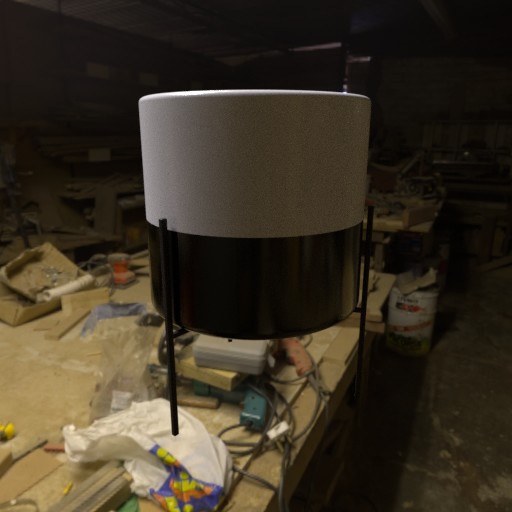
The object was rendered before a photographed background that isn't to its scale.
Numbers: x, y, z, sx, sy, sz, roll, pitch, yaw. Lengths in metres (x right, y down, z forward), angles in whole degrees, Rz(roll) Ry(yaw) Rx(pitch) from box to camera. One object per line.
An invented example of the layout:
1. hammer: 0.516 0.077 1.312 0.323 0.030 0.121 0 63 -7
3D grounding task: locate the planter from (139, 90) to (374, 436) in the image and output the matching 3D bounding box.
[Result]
1. planter: 0.000 0.000 0.644 0.310 0.432 0.310 8 18 26
